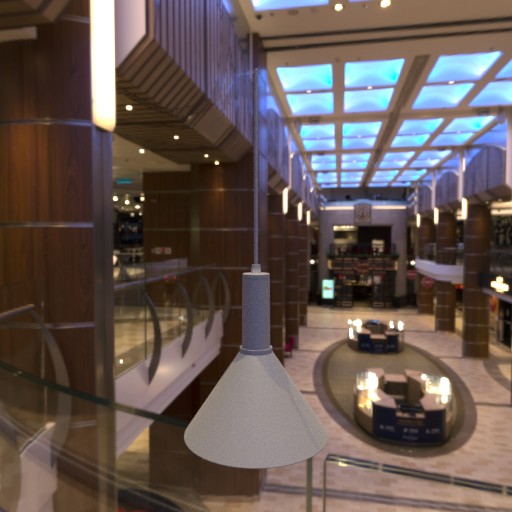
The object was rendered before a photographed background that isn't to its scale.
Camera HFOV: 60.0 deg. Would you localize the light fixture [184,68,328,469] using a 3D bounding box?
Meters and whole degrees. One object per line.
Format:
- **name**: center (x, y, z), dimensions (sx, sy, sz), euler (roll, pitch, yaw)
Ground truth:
- **light fixture**: center (0.000, 0.000, 0.820), dimensions (0.267, 0.683, 0.267), euler (-1, 2, -35)
